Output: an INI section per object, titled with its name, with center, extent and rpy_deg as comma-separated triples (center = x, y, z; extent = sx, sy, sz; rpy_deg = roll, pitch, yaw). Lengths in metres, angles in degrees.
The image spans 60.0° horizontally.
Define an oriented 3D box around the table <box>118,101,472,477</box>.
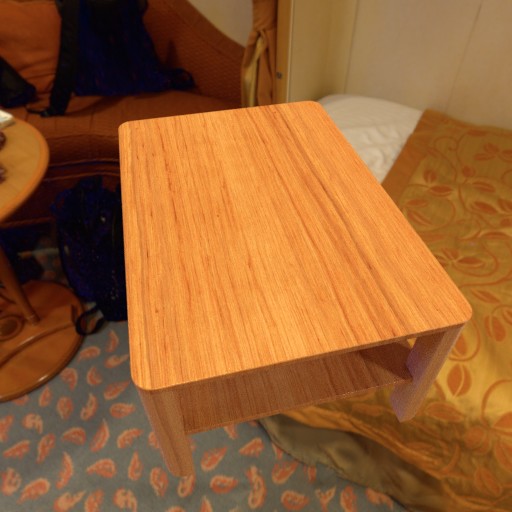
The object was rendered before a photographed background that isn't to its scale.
[table]
center = 0.000, 0.000, 1.339
extent = 0.696, 0.445, 0.997
rpy_deg = -10, 46, -10
